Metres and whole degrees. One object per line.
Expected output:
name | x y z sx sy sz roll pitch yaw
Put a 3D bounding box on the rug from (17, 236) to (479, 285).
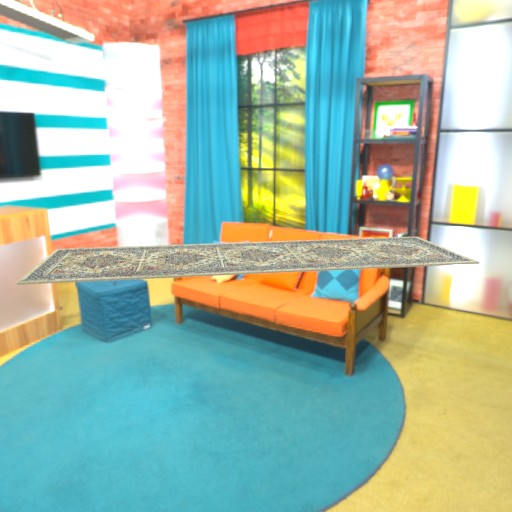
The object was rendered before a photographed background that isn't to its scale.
rug | 0.000 0.000 2.491 2.297 0.013 0.661 -2 15 -9
